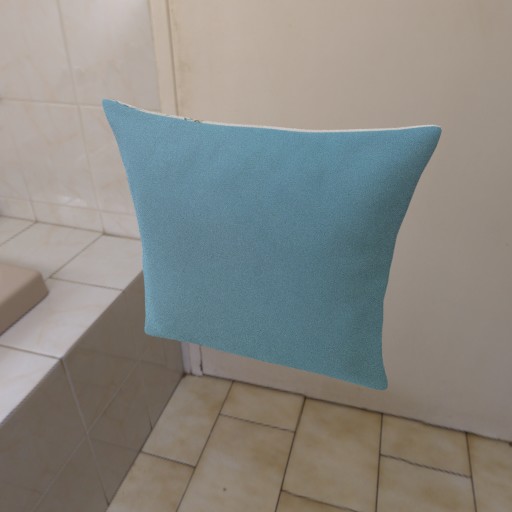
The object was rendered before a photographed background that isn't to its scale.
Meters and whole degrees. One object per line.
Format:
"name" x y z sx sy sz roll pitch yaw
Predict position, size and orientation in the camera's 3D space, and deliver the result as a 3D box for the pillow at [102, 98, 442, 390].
"pillow" 0.000 0.000 0.787 0.526 0.507 0.166 10 33 16
